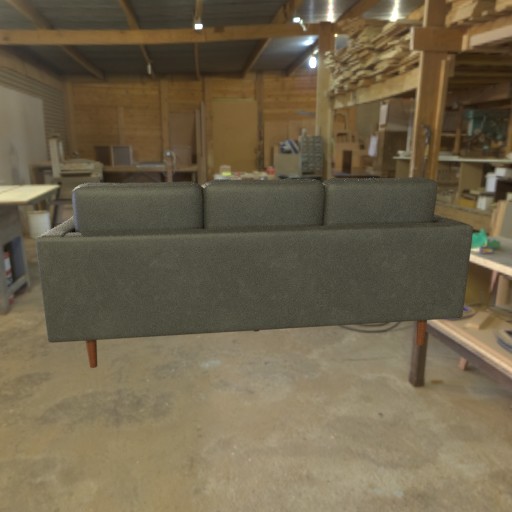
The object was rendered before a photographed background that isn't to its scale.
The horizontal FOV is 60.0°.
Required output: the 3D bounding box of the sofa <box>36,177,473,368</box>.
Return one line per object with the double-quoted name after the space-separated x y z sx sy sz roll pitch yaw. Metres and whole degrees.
0.000 0.000 2.501 2.029 0.899 0.879 -2 15 -8 "sofa"
